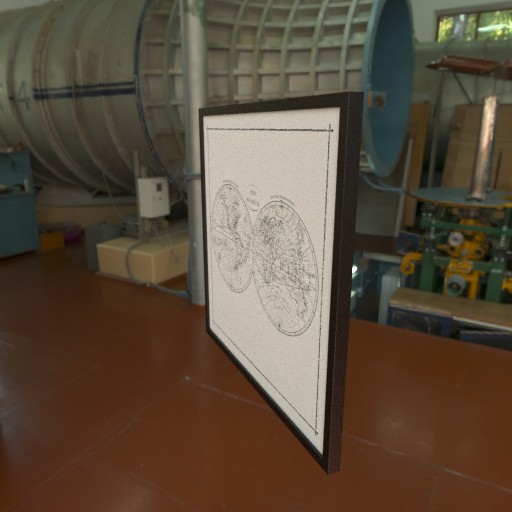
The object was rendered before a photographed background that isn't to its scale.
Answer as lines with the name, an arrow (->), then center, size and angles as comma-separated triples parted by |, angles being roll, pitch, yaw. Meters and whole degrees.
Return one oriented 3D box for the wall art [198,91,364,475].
wall art -> 0.000, 0.000, 1.184 | 0.031, 0.775, 0.773 | -8, 18, -25
